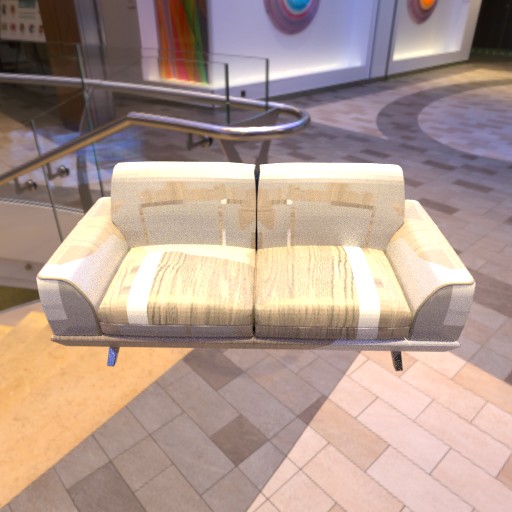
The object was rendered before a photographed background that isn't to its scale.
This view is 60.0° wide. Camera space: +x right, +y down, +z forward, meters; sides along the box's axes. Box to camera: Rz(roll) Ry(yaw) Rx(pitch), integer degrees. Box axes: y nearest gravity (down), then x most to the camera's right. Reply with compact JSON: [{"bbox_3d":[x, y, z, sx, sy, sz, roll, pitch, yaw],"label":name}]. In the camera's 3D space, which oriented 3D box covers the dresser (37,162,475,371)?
[{"bbox_3d":[0.000,0.000,5.668,4.679,1.863,2.251,1,31,1],"label":"dresser"}]
